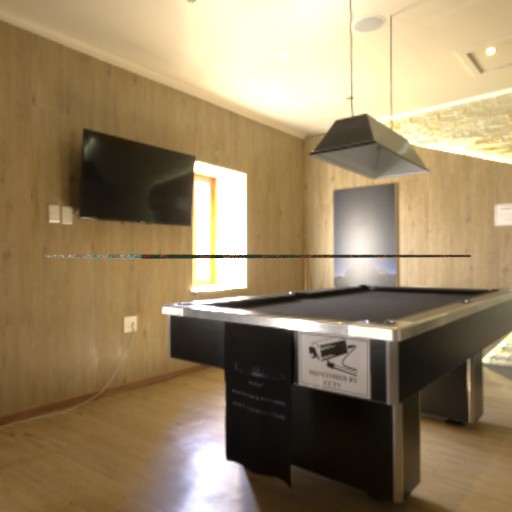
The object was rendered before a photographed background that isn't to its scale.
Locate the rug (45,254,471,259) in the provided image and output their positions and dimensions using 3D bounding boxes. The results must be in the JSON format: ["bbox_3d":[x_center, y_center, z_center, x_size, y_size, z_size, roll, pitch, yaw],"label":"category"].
[{"bbox_3d":[0.000,0.000,4.172,3.204,0.025,2.434,0,0,-36],"label":"rug"}]
